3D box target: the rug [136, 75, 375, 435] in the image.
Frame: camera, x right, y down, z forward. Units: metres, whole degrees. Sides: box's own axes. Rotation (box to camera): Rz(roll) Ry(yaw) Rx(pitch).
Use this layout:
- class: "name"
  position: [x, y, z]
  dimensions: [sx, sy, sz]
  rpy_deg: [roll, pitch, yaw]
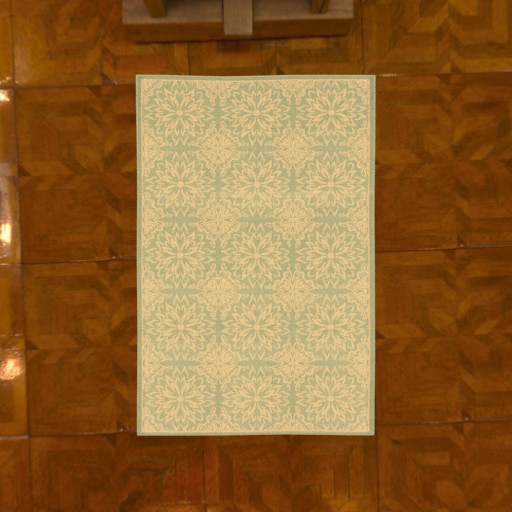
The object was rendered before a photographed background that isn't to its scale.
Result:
- class: "rug"
  position: [0.000, 0.000, 3.376]
  dimensions: [1.819, 0.018, 2.746]
  rpy_deg: [0, 91, 0]
